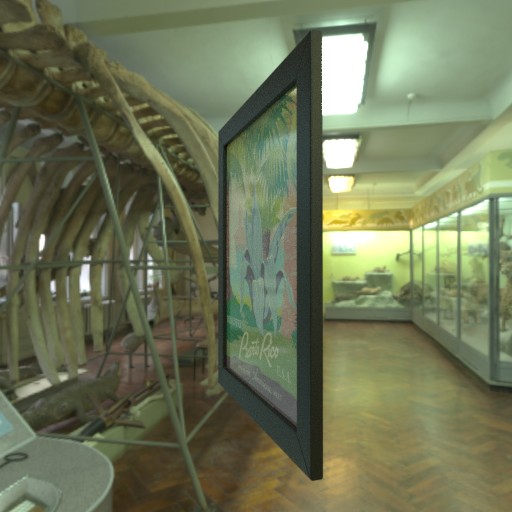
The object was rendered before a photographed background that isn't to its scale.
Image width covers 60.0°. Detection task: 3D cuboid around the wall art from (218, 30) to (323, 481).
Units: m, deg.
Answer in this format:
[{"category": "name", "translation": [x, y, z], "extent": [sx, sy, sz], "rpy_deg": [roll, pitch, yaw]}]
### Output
[{"category": "wall art", "translation": [0.000, 0.000, 0.800], "extent": [0.018, 0.582, 0.481], "rpy_deg": [0, -1, -19]}]
